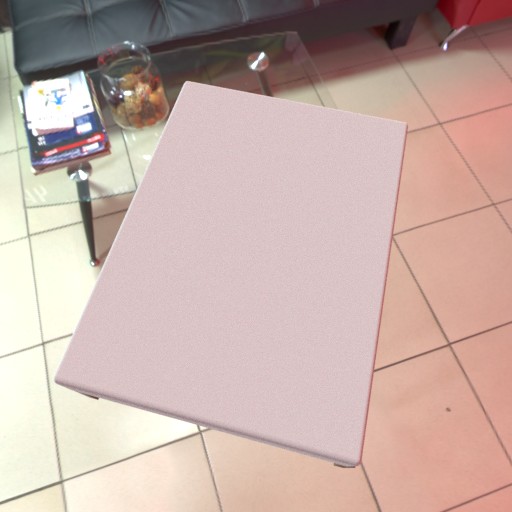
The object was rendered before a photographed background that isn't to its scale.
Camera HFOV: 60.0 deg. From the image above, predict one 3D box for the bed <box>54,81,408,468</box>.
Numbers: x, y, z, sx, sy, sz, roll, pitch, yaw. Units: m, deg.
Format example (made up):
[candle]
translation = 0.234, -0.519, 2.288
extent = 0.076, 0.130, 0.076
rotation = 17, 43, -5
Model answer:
[bed]
translation = 0.000, 0.000, 2.731
extent = 1.529, 0.593, 2.050
rotation = 13, 65, 6
